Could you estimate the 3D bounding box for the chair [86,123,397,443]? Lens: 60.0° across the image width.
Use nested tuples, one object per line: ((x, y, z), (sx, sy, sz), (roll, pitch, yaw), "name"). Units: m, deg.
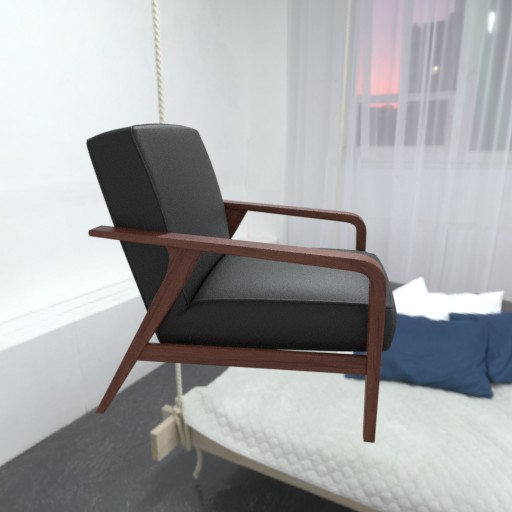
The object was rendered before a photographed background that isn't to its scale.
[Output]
((0.000, 0.000, 1.504), (0.889, 0.861, 0.719), (2, 15, 9), "chair")
